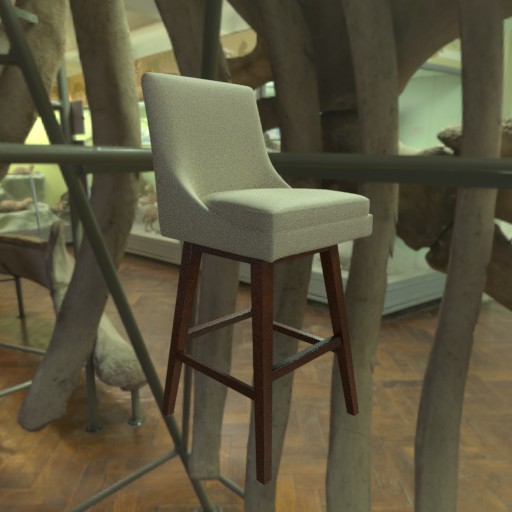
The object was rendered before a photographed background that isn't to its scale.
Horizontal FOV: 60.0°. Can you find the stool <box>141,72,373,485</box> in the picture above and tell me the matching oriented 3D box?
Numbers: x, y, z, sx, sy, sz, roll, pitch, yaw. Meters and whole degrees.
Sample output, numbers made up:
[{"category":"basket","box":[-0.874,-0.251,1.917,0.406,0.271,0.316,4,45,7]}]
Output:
[{"category":"stool","box":[0.000,0.000,1.391,0.559,1.097,0.470,12,18,43]}]
